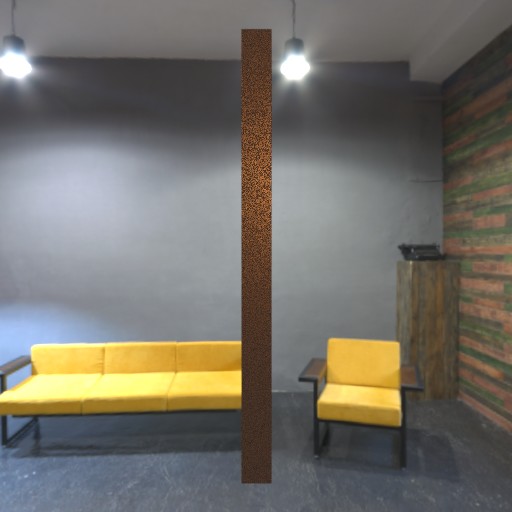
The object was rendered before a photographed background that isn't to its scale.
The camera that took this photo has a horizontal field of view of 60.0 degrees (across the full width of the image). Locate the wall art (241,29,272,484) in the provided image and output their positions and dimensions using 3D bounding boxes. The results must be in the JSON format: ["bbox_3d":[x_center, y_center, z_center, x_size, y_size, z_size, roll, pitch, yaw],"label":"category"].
[{"bbox_3d":[0.000,0.000,0.767,0.037,0.554,0.453,0,0,0],"label":"wall art"}]
